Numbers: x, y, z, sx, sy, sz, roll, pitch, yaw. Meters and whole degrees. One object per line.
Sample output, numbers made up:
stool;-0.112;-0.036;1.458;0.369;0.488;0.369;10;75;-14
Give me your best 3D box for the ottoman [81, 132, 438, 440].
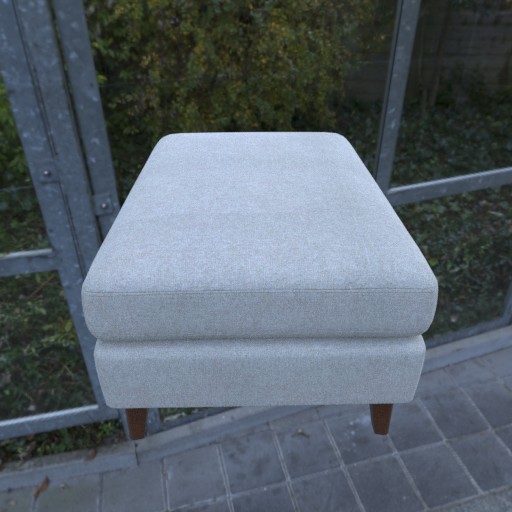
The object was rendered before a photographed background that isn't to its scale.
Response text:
ottoman;0.000;0.000;1.157;0.610;0.478;0.823;-1;32;-1
